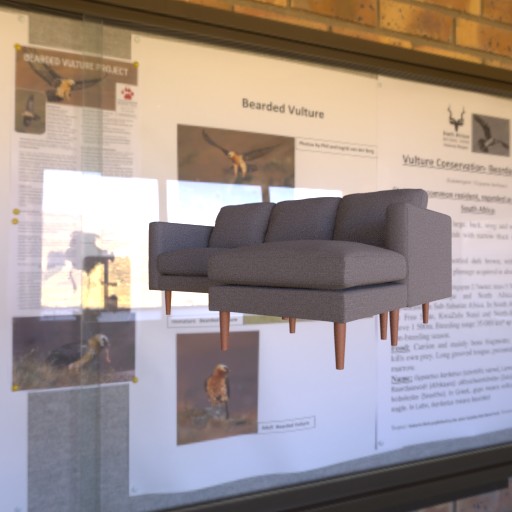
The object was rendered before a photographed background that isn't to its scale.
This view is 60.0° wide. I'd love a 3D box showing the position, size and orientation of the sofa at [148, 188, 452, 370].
[{"bbox_3d":[0.000,0.000,2.875,2.031,0.897,1.591,0,0,37],"label":"sofa"}]
